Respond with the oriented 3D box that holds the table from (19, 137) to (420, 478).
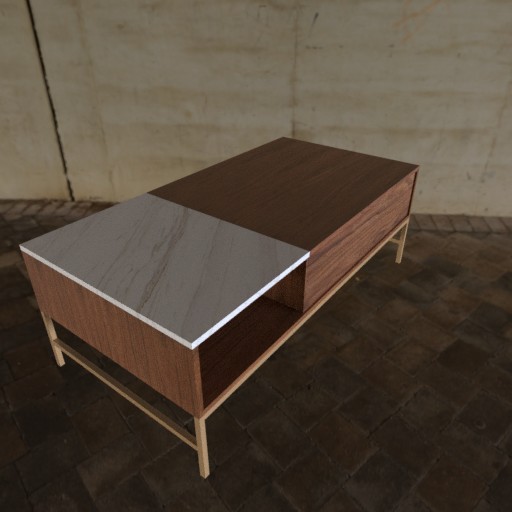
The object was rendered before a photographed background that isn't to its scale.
[{"bbox_3d":[0.000,0.000,1.936,0.789,0.551,1.553,21,37,31],"label":"table"}]
